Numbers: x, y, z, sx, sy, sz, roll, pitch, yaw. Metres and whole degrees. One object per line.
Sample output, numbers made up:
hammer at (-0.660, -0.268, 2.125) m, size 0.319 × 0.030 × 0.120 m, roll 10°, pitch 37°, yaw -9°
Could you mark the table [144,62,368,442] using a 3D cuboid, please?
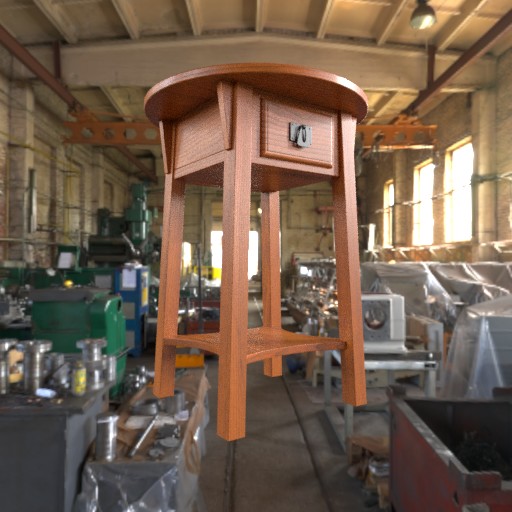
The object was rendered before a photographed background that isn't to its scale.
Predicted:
table at (0.000, 0.000, 0.928) m, size 0.457 × 0.610 × 0.457 m, roll 0°, pitch -1°, yaw 0°
